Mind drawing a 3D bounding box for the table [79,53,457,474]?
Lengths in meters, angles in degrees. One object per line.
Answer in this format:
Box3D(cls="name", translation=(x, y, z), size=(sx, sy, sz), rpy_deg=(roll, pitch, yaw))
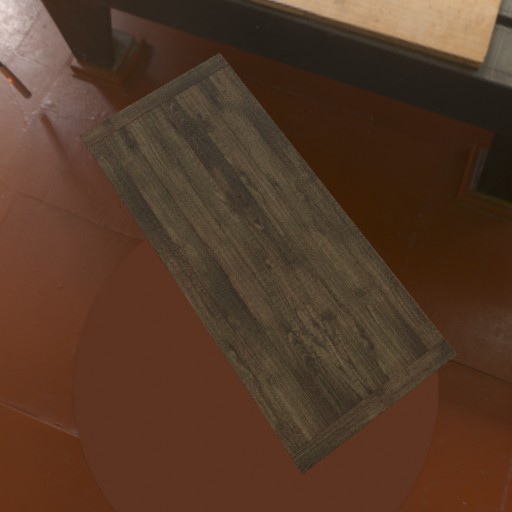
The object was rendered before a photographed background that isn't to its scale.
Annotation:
Box3D(cls="table", translation=(0.000, 0.000, 2.589), size=(0.907, 0.733, 2.031), rpy_deg=(-34, 78, -8))
